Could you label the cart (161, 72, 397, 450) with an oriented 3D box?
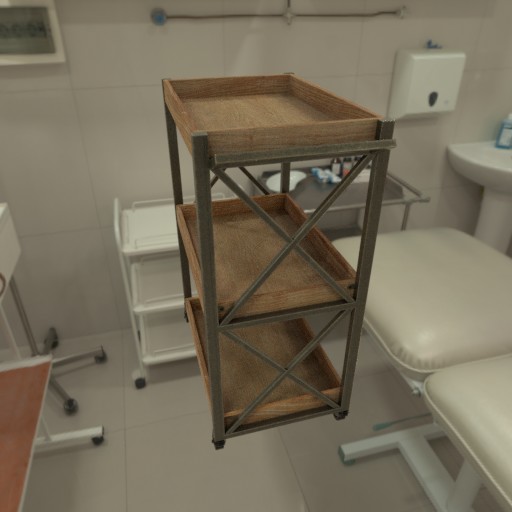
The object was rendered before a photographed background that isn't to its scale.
[{"bbox_3d":[0.000,0.000,1.202,0.377,0.835,0.673,-8,32,-13],"label":"cart"}]
